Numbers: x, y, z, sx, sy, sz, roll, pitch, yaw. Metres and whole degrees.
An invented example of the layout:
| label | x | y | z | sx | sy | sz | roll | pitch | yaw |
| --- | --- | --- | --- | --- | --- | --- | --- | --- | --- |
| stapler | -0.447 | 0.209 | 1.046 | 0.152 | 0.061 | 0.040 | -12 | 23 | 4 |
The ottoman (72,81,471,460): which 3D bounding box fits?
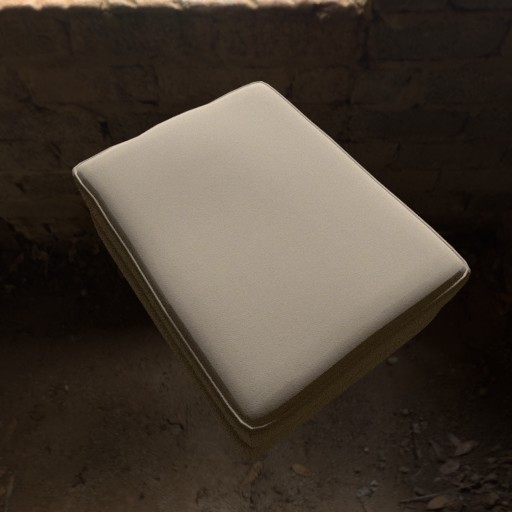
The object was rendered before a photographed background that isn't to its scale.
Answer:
| label | x | y | z | sx | sy | sz | roll | pitch | yaw |
| --- | --- | --- | --- | --- | --- | --- | --- | --- | --- |
| ottoman | 0.000 | 0.000 | 1.205 | 0.634 | 0.485 | 0.818 | -31 | 64 | -18 |
